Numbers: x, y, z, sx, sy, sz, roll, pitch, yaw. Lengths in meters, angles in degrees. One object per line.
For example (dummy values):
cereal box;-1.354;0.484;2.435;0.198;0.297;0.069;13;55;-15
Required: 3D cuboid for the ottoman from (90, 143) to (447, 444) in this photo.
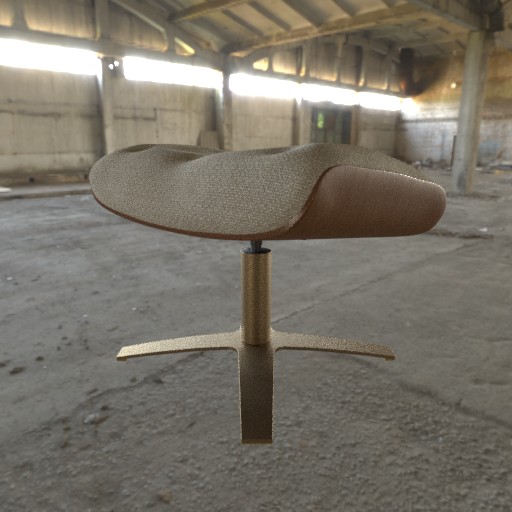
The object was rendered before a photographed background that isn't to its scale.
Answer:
ottoman;0.000;0.000;0.795;0.520;0.391;0.394;13;19;43
